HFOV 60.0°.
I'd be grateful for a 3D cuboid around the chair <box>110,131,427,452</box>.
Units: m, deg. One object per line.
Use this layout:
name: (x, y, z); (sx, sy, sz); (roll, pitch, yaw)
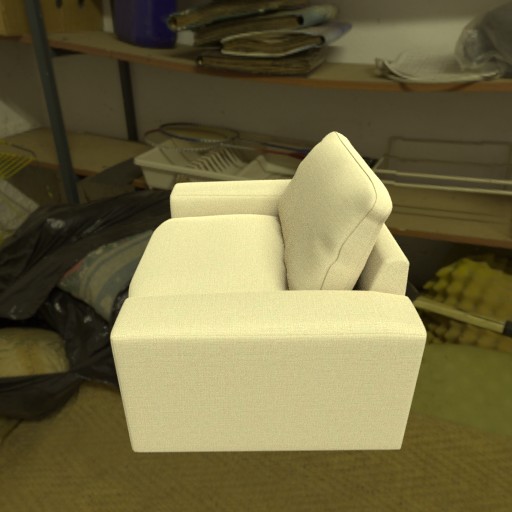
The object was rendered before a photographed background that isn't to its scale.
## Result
chair: (0.000, 0.000, 2.006); (1.039, 0.915, 1.398); (0, 29, -1)
